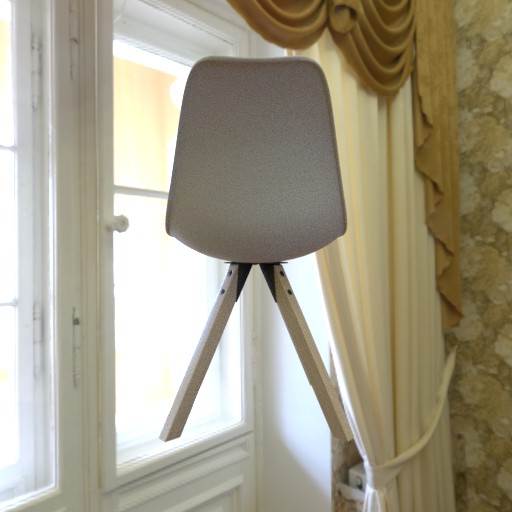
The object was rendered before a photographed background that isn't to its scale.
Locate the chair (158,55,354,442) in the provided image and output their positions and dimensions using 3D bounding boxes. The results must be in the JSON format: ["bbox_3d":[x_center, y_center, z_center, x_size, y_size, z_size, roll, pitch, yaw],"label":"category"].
[{"bbox_3d":[0.000,0.000,1.201,0.485,0.850,0.550,0,0,-1],"label":"chair"}]
